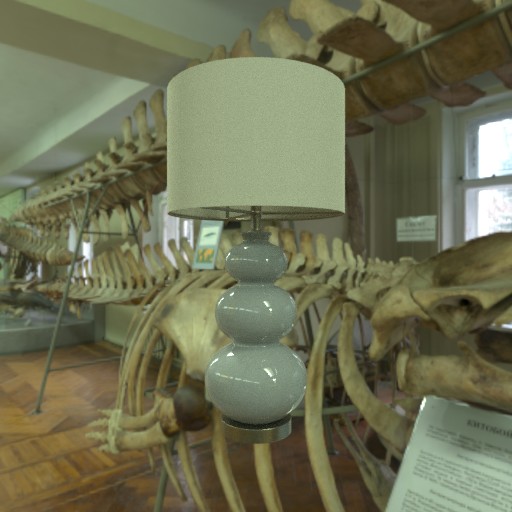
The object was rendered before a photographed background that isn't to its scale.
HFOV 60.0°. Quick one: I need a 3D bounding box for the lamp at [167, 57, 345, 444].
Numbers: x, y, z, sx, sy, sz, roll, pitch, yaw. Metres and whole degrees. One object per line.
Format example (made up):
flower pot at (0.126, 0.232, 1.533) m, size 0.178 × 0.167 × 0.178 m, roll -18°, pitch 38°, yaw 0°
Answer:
lamp at (0.000, 0.000, 0.935) m, size 0.367 × 0.730 × 0.367 m, roll 0°, pitch 0°, yaw 19°
